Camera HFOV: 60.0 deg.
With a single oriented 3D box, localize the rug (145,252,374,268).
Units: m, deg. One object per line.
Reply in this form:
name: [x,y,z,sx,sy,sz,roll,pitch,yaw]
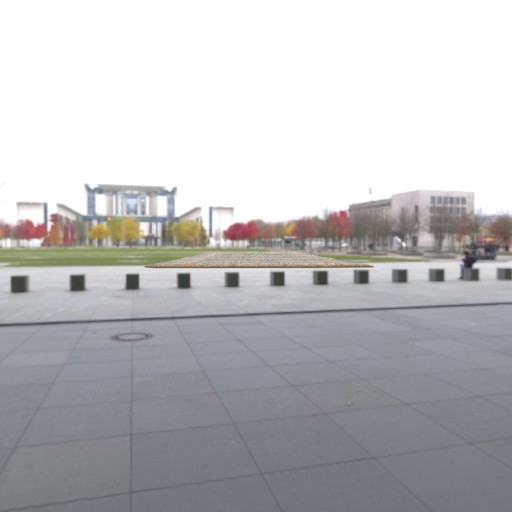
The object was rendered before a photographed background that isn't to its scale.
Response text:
rug: [0.000,0.000,2.501,0.704,0.014,2.294,0,2,-1]
